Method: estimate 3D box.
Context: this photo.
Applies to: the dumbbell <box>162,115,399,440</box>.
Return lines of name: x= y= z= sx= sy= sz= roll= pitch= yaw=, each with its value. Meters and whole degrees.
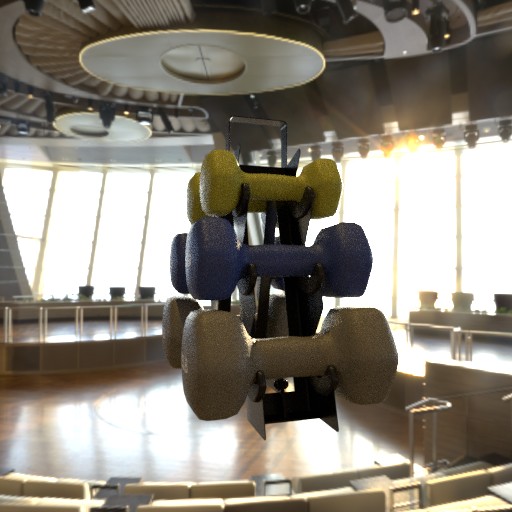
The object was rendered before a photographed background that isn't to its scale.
dumbbell: x=0.000 y=0.000 z=0.693 sx=0.261 sy=0.426 sz=0.416 roll=1 pitch=-2 yaw=-17
